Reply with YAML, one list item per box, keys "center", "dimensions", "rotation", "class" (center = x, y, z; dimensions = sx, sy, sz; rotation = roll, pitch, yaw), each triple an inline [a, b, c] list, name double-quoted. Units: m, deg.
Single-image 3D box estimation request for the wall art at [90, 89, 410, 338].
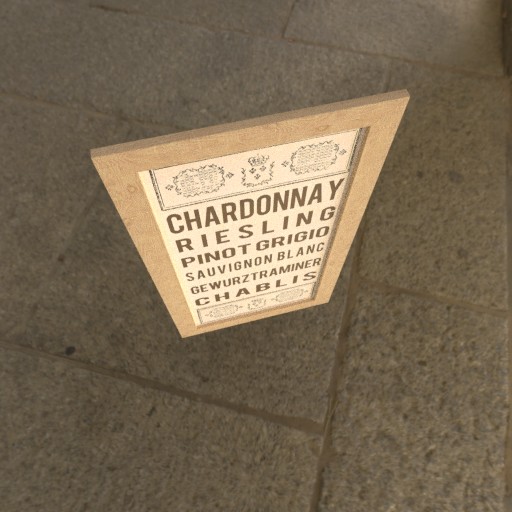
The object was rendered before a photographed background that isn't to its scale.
- center: [0.000, 0.000, 0.819]
  dimensions: [0.381, 0.683, 0.013]
  rotation: [-13, 64, -7]
  class: "wall art"
